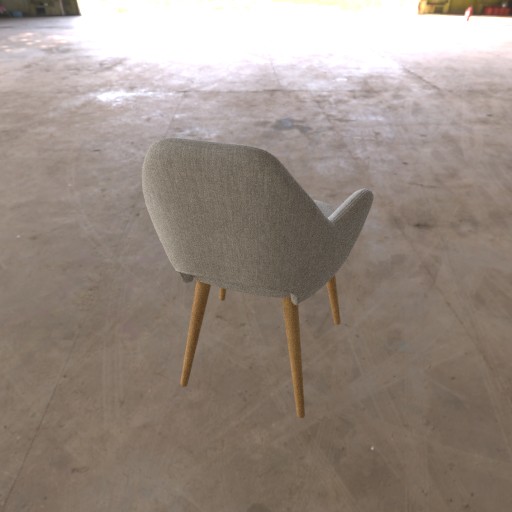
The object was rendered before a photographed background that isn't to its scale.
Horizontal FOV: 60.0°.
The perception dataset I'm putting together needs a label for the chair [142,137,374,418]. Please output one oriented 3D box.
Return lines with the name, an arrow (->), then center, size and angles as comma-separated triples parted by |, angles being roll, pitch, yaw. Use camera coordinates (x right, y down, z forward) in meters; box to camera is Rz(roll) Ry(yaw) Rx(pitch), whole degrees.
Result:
chair -> 0.000, 0.000, 1.262 | 0.590, 0.840, 0.610 | 10, 34, 15
